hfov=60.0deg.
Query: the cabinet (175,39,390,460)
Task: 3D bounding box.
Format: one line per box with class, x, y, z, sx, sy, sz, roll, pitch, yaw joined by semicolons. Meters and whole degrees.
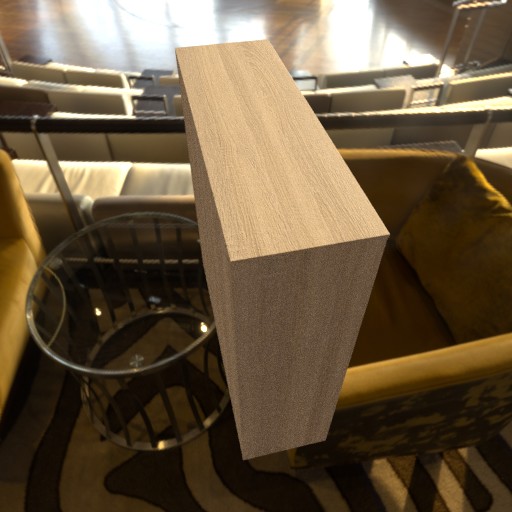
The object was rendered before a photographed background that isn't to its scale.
cabinet;0.000;0.000;2.987;0.620;2.060;1.870;-10;48;-9
